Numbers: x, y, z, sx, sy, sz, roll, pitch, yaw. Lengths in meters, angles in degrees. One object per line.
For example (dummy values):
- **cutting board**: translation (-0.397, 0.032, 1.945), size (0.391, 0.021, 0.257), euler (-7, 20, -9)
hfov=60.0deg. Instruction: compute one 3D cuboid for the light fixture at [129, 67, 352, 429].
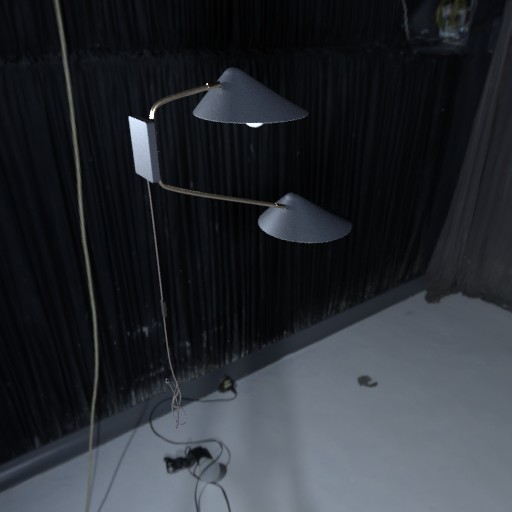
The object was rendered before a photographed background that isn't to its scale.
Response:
- **light fixture**: translation (0.000, 0.000, 0.842), size (0.422, 0.665, 0.189), euler (-18, 33, -31)
